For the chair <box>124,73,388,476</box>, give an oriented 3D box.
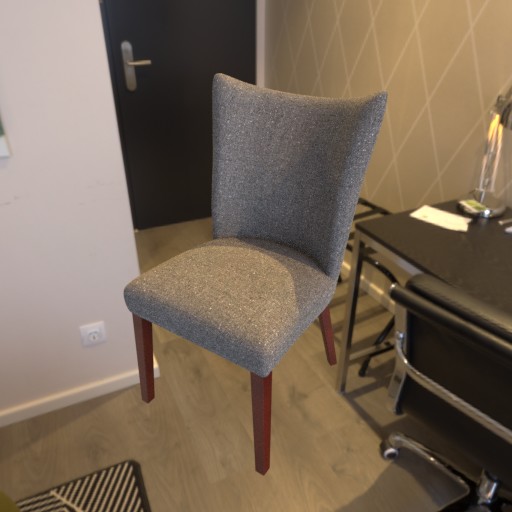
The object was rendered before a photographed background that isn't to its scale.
[{"bbox_3d":[0.000,0.000,1.299,0.535,0.924,0.623,19,35,29],"label":"chair"}]
